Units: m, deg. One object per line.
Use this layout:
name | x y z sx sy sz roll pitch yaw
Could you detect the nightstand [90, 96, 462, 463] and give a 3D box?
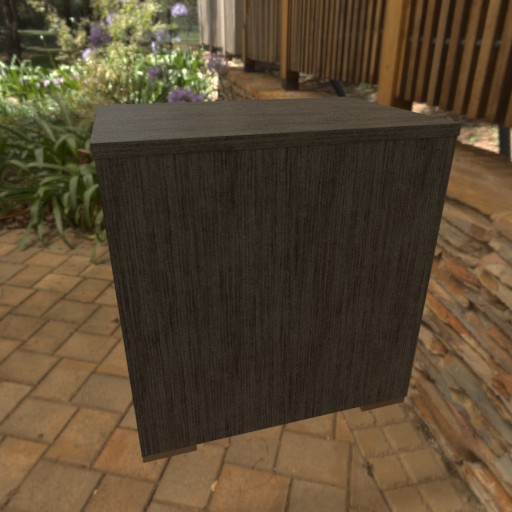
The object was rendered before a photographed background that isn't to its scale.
nightstand | 0.000 0.000 0.739 0.441 0.460 0.325 -7 27 -15
